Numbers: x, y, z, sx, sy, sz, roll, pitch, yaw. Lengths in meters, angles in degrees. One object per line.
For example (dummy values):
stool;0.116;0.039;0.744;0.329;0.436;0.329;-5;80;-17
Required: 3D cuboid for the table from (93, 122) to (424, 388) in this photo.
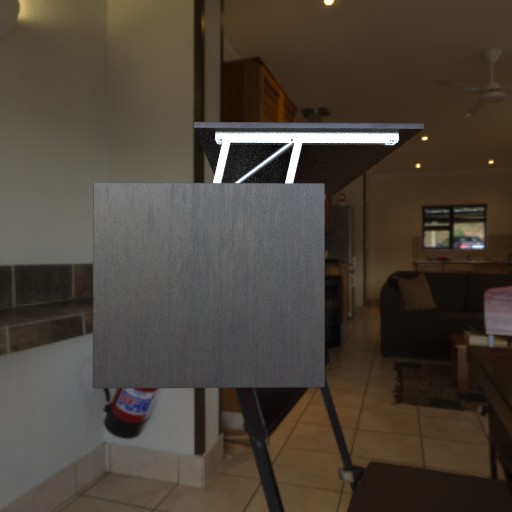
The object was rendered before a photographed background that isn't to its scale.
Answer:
table;0.000;0.000;1.450;0.712;0.570;1.000;0;0;-1
